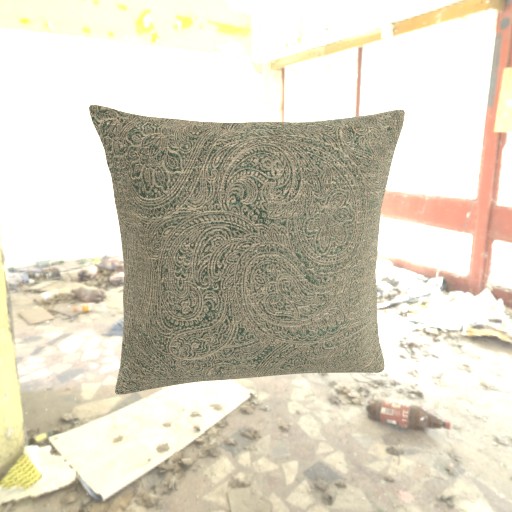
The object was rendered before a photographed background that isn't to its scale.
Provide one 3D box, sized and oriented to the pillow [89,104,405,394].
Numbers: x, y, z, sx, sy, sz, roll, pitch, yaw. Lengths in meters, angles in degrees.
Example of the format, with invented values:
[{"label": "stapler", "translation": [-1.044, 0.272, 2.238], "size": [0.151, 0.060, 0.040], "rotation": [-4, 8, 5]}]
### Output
[{"label": "pillow", "translation": [0.000, 0.000, 0.793], "size": [0.526, 0.507, 0.166], "rotation": [-2, 14, -9]}]
